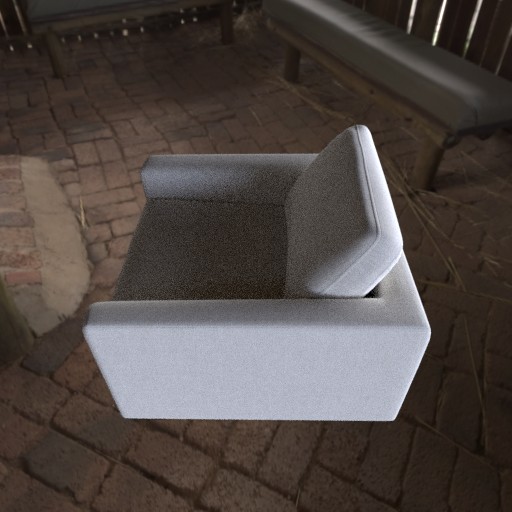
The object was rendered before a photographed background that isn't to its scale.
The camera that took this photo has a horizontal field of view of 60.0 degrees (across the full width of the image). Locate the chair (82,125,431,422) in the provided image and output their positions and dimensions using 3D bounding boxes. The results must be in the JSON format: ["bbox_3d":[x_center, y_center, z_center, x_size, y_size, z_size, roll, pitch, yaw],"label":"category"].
[{"bbox_3d":[0.000,0.000,1.863,1.100,0.876,1.070,0,42,0],"label":"chair"}]
